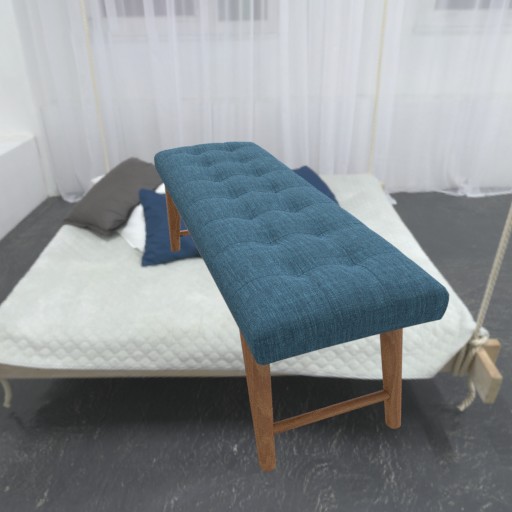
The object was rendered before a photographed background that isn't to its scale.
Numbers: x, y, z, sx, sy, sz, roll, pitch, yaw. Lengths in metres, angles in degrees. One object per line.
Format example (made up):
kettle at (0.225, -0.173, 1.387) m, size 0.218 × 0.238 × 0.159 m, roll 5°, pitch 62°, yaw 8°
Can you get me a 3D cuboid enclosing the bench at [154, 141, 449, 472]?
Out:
bench at (0.000, 0.000, 1.334) m, size 0.406 × 0.432 × 1.118 m, roll -10°, pitch 31°, yaw -17°
